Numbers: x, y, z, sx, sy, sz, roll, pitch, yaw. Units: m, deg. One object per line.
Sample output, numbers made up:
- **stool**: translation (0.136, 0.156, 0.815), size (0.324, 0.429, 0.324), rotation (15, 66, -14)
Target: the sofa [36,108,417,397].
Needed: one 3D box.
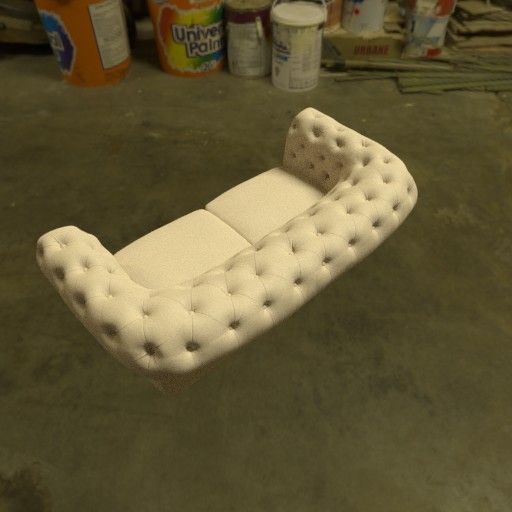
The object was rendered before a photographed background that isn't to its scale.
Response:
- **sofa**: translation (0.000, 0.000, 2.544), size (1.988, 0.835, 1.069), rotation (-33, 55, -27)
